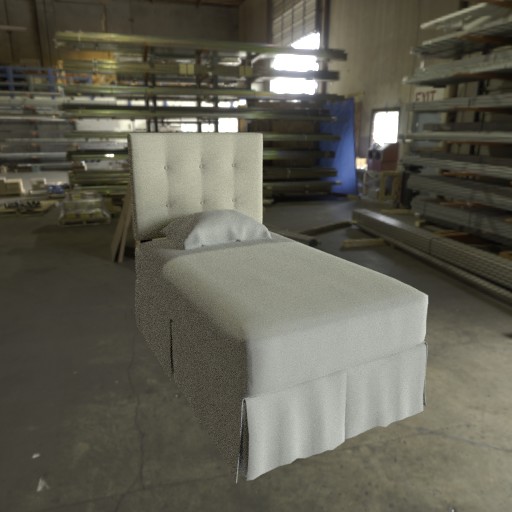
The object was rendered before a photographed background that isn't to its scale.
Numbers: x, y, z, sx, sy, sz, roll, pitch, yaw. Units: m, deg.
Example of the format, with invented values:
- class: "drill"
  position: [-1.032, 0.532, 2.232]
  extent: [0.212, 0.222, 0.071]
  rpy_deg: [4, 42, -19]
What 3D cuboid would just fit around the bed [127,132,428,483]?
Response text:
- class: "bed"
  position: [0.000, 0.000, 2.944]
  extent: [1.261, 1.571, 1.997]
  rpy_deg: [-8, 18, -28]
